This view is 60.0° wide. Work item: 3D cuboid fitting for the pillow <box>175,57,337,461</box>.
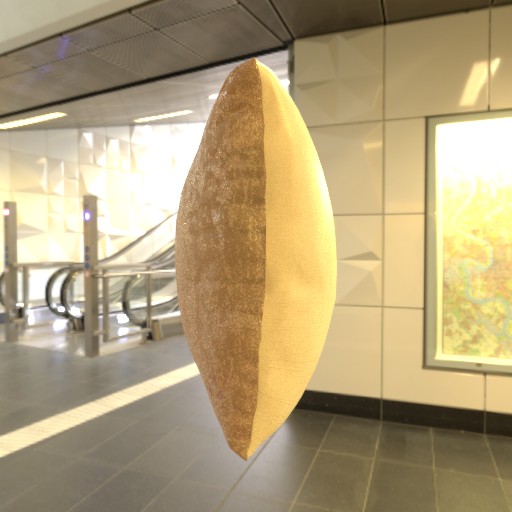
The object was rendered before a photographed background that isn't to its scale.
[{"bbox_3d":[0.000,0.000,0.707,0.245,0.448,0.450,0,1,0],"label":"pillow"}]
